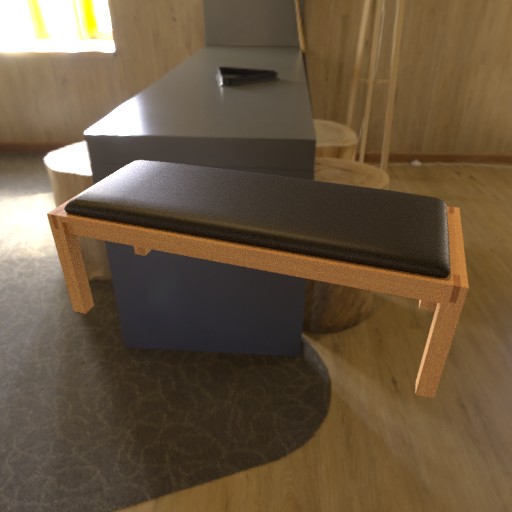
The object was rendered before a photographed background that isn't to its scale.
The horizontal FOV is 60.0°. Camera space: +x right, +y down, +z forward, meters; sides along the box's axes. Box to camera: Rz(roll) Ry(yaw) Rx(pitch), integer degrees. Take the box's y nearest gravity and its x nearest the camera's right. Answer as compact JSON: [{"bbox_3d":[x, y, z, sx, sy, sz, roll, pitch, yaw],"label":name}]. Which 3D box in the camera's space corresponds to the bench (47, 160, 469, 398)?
[{"bbox_3d":[0.000,0.000,1.463,1.202,0.430,0.450,10,33,16],"label":"bench"}]
